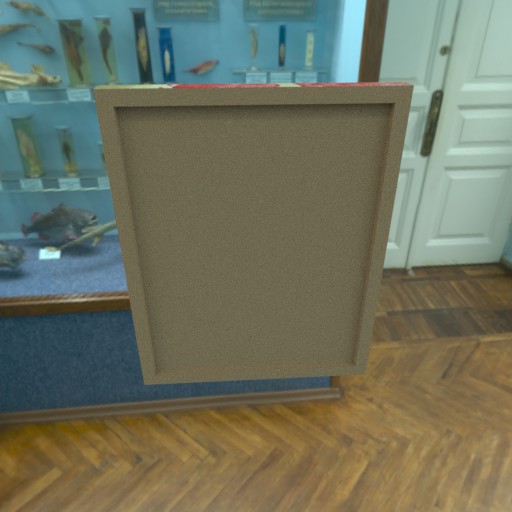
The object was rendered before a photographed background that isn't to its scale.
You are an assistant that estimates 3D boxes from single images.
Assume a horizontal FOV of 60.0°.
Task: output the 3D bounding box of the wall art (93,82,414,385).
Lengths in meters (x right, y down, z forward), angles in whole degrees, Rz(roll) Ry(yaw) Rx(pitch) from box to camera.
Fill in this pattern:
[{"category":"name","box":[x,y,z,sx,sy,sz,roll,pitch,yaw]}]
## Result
[{"category":"wall art","box":[0.000,0.000,0.698,0.406,0.508,0.028,-2,30,-3]}]
